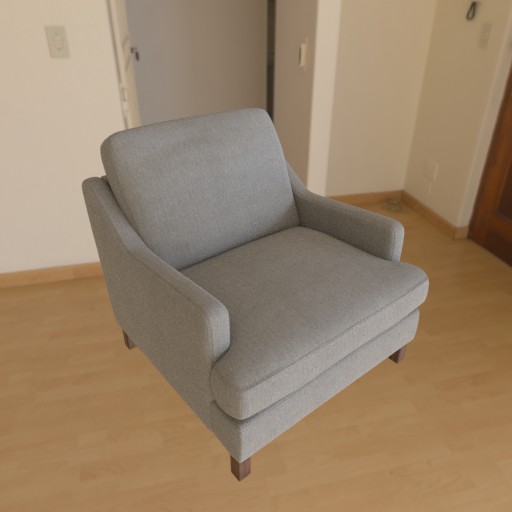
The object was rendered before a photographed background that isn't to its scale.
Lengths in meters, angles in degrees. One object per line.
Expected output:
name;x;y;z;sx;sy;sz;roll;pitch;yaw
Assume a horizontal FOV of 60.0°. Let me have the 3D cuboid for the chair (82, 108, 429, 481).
chair;0.000;0.000;1.520;0.826;0.821;0.892;-22;37;-33
